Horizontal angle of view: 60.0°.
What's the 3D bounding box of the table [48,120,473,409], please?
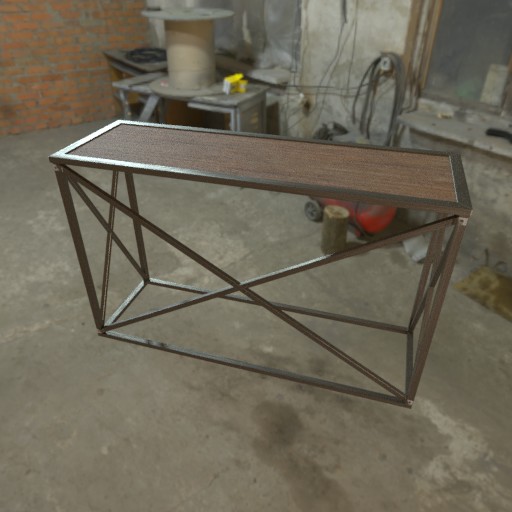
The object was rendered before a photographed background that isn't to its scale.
[{"bbox_3d":[0.000,0.000,1.583,1.216,0.753,0.402,10,35,14],"label":"table"}]
